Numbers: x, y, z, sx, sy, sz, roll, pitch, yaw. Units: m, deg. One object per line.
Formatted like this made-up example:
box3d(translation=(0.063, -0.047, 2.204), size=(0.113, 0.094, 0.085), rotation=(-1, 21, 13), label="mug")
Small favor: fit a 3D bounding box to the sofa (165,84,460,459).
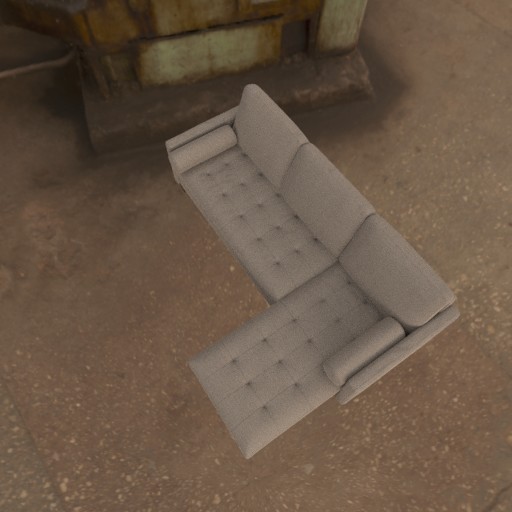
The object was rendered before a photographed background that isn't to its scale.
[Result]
box3d(translation=(0.000, 0.000, 3.012), size=(1.506, 0.875, 2.178), rotation=(-31, 67, -15), label="sofa")
